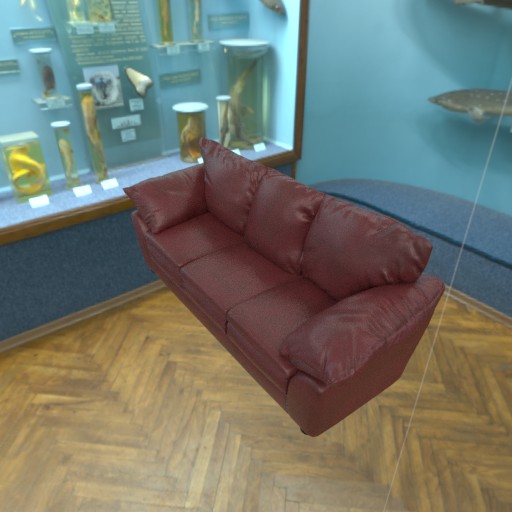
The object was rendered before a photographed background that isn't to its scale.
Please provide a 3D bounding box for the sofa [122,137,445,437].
[{"bbox_3d":[0.000,0.000,2.993,0.907,1.091,2.390,-22,39,-30],"label":"sofa"}]
